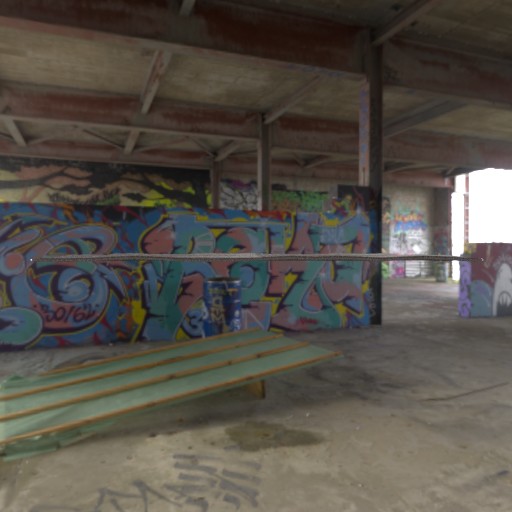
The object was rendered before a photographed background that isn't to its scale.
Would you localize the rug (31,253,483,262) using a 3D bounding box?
[{"bbox_3d":[0.000,0.000,0.891,0.642,0.008,0.551,0,1,-1],"label":"rug"}]
